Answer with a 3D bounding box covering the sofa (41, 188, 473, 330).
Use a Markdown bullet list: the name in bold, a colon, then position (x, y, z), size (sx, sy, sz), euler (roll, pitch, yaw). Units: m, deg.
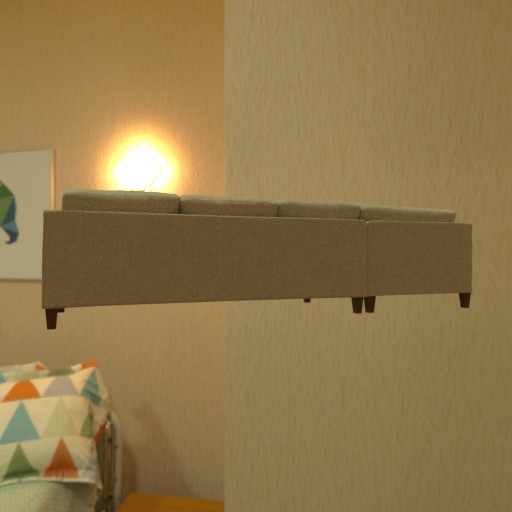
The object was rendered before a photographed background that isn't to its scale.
- **sofa**: position (0.000, 0.000, 3.804), size (3.186, 0.846, 1.625), euler (0, 0, -20)
